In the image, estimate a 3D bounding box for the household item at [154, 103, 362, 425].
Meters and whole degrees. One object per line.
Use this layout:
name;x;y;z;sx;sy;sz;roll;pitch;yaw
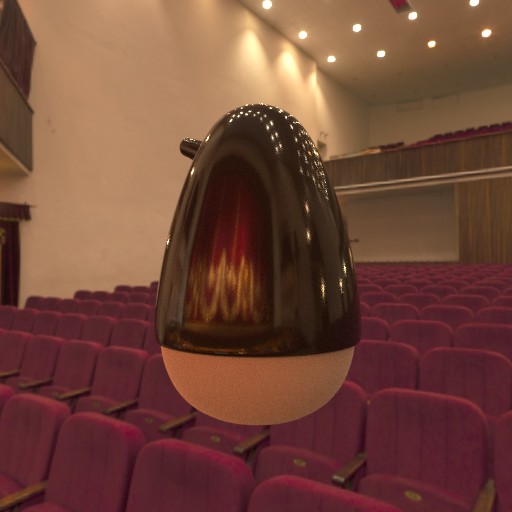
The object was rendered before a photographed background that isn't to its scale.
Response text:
household item;0.000;0.000;0.225;0.104;0.152;0.102;-1;-2;36
